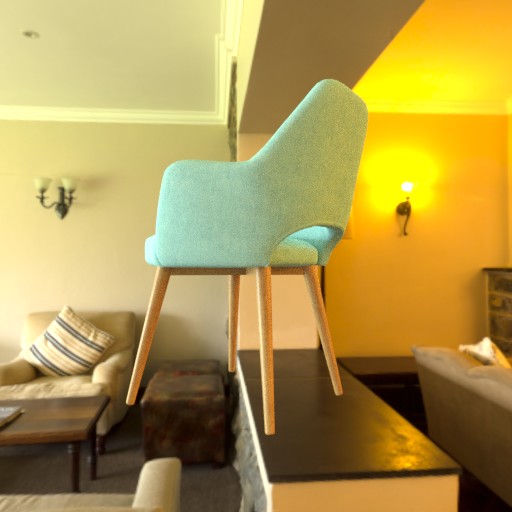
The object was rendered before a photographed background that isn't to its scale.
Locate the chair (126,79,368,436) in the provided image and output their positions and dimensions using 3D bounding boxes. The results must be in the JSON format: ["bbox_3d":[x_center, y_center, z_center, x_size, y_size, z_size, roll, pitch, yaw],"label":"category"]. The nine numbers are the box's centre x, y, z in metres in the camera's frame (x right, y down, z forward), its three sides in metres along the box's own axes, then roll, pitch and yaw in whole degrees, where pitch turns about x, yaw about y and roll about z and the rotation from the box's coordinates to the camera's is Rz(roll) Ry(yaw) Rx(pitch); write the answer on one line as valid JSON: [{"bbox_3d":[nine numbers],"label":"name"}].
[{"bbox_3d":[0.000,0.000,1.281,0.610,0.840,0.590,-1,-1,35],"label":"chair"}]
